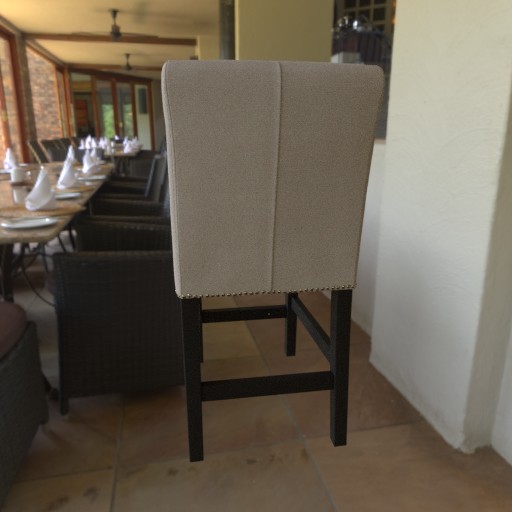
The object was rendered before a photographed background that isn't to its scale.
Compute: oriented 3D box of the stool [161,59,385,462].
[{"bbox_3d":[0.000,0.000,1.175,0.427,0.885,0.571,-2,16,-9],"label":"stool"}]
